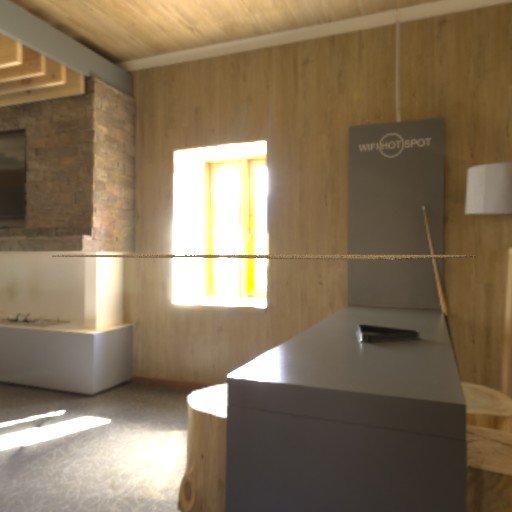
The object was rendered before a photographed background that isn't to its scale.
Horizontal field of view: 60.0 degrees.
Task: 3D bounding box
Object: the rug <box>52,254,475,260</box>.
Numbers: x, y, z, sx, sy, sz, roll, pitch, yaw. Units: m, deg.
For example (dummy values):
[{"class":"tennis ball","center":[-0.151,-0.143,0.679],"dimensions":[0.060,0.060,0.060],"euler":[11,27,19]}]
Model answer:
[{"class":"rug","center":[0.000,0.000,3.028],"dimensions":[2.486,0.013,1.548],"euler":[0,0,36]}]
